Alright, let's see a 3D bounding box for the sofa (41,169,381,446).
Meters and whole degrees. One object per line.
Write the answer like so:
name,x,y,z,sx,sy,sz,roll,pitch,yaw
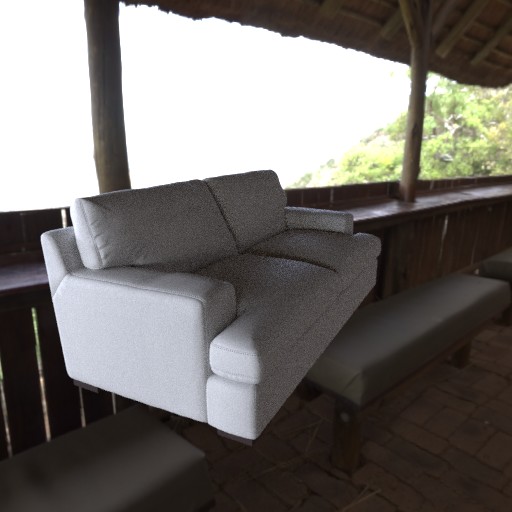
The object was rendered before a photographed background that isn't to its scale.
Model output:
sofa,0.000,0.000,2.790,1.143,0.940,2.261,8,17,26
